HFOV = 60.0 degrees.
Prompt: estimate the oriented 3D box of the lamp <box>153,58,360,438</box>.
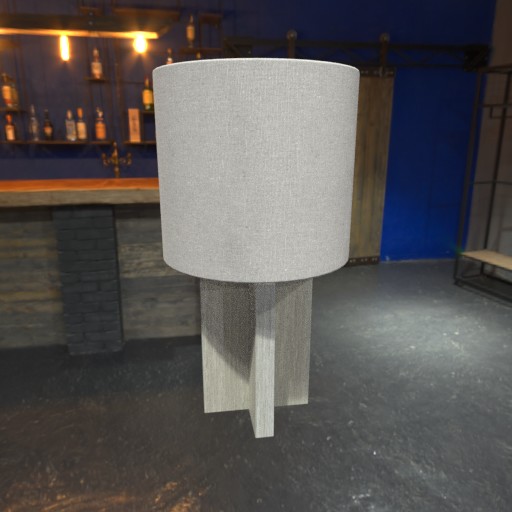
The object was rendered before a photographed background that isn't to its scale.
[{"bbox_3d":[0.000,0.000,0.559,0.229,0.428,0.229,-2,16,-8],"label":"lamp"}]
